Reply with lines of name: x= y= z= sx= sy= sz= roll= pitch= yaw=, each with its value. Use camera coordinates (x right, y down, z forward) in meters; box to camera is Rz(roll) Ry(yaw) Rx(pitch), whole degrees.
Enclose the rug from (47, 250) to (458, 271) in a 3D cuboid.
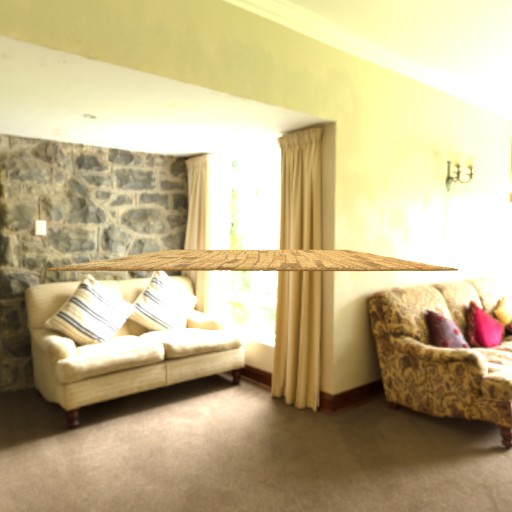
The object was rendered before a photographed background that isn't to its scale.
rug: x=0.000 y=0.000 z=4.291 sx=2.449 sy=0.019 sz=3.357 roll=0 pitch=3 yaw=1
